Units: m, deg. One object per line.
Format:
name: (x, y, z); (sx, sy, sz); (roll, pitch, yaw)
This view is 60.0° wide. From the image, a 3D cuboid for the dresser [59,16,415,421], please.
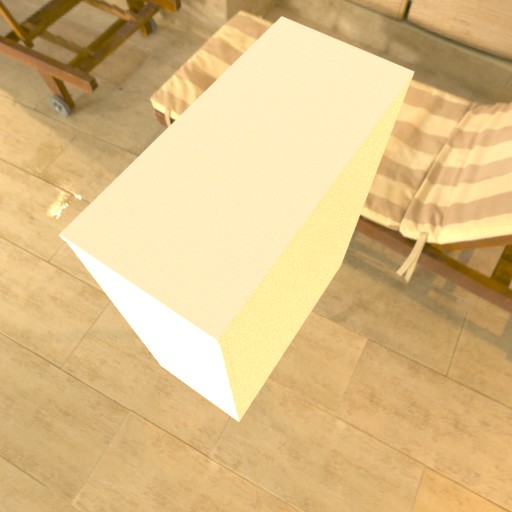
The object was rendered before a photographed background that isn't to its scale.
dresser: (0.000, 0.000, 1.418); (0.380, 1.040, 0.800); (31, 66, 15)
